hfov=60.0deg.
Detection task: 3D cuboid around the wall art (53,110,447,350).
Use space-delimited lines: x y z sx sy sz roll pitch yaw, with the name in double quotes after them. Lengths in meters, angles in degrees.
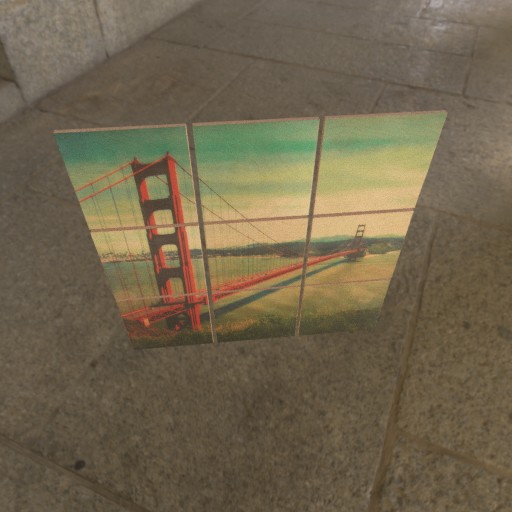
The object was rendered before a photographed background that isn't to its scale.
0.000 0.000 1.804 1.217 1.207 0.016 -4 47 -4 "wall art"
